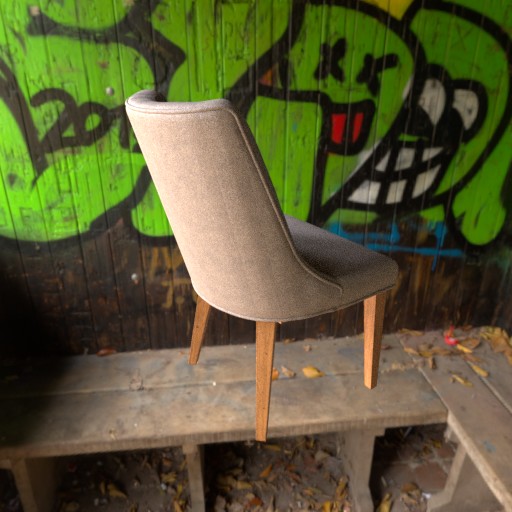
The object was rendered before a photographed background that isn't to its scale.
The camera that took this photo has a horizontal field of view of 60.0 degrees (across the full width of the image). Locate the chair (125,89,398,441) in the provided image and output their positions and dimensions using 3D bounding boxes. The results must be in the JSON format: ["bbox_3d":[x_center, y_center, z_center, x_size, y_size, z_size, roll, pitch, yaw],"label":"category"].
[{"bbox_3d":[0.000,0.000,1.303,0.636,0.916,0.548,-16,29,-32],"label":"chair"}]
